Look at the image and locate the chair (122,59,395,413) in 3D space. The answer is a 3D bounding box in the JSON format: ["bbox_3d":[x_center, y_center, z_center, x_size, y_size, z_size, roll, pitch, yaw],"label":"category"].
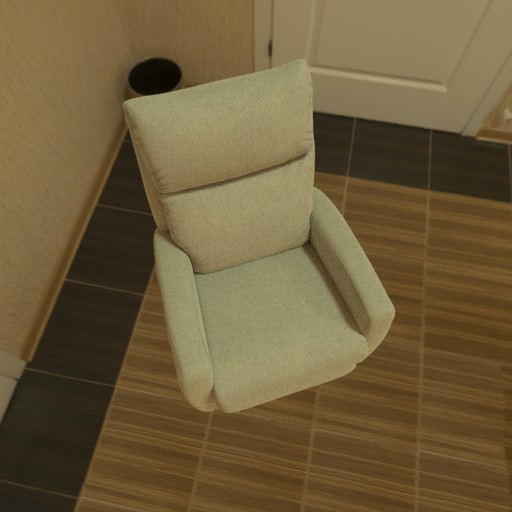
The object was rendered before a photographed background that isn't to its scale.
[{"bbox_3d":[0.000,0.000,1.671,0.794,1.021,0.940,-16,66,-7],"label":"chair"}]
